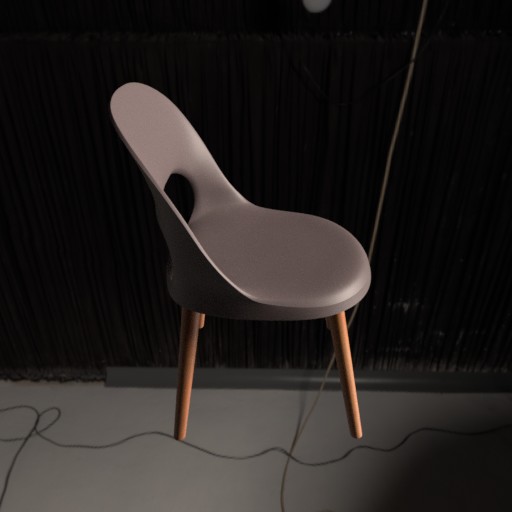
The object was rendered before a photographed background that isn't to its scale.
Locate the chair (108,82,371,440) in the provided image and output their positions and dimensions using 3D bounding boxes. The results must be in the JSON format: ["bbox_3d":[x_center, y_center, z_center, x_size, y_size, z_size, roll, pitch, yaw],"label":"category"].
[{"bbox_3d":[0.000,0.000,1.098,0.556,0.794,0.470,0,30,0],"label":"chair"}]
